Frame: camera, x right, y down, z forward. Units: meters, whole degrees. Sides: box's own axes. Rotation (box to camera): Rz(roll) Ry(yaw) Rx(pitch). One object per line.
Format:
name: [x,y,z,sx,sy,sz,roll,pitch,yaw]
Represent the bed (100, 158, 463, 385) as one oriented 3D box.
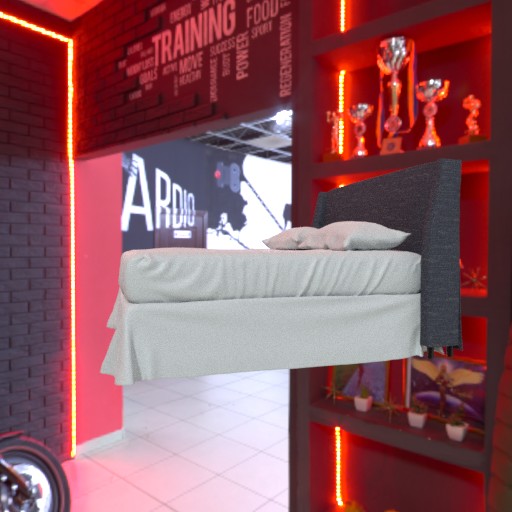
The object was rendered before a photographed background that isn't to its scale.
bed: [0.000,0.000,3.488,2.276,1.332,1.925,0,1,-17]
